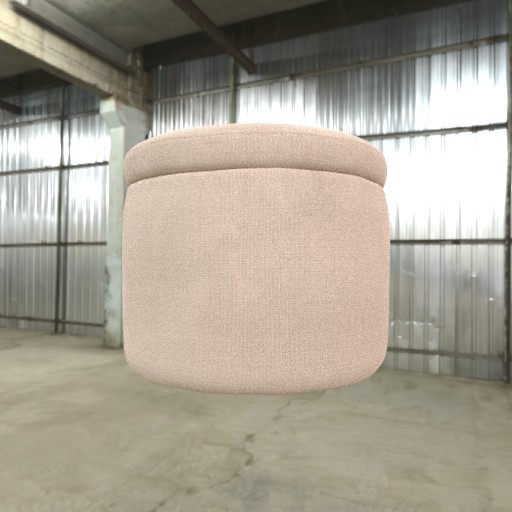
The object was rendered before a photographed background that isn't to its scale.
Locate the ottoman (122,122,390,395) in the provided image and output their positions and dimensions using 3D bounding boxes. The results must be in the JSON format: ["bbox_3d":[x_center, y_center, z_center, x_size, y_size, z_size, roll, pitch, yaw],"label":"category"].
[{"bbox_3d":[0.000,0.000,0.860,0.497,0.409,0.497,0,-1,0],"label":"ottoman"}]
